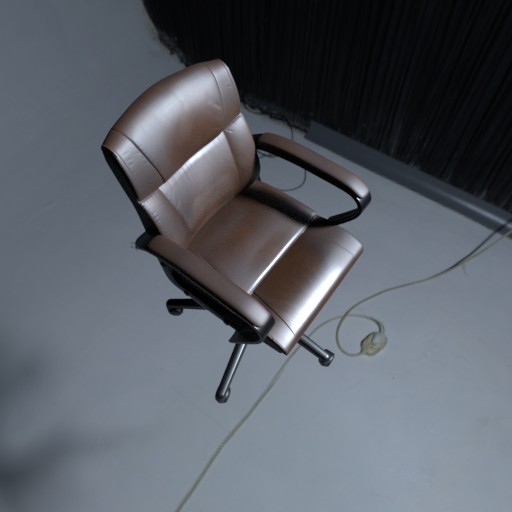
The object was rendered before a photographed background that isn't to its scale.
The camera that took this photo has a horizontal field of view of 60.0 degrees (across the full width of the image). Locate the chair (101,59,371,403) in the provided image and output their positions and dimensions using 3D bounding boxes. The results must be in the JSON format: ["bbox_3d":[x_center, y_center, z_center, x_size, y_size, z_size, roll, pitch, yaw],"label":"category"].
[{"bbox_3d":[0.000,0.000,1.460,0.717,1.004,0.739,33,63,19],"label":"chair"}]
